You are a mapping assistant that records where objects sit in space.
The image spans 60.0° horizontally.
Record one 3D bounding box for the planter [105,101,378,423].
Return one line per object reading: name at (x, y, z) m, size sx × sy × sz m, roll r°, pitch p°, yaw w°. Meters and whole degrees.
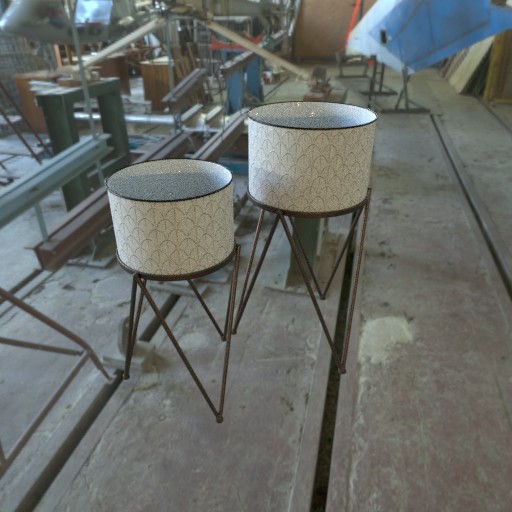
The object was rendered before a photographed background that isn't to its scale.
planter at (0.000, 0.000, 1.211) m, size 0.769 × 0.712 × 0.413 m, roll -17°, pitch 34°, yaw -27°
